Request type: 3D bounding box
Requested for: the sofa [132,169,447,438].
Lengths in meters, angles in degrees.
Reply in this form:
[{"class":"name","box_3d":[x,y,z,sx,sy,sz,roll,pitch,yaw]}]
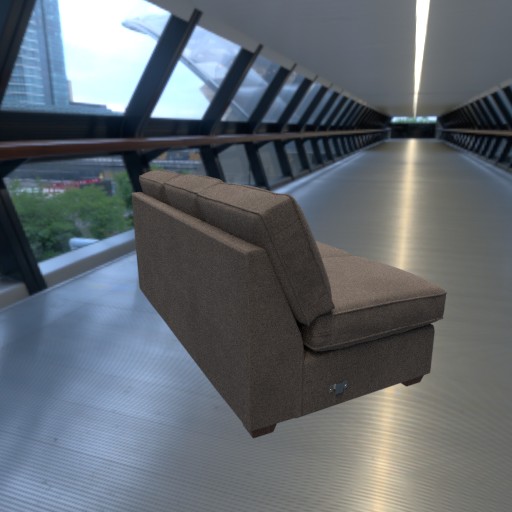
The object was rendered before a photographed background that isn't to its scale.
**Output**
[{"class":"sofa","box_3d":[0.000,0.000,2.622,1.027,0.973,1.962,-7,16,-26]}]
